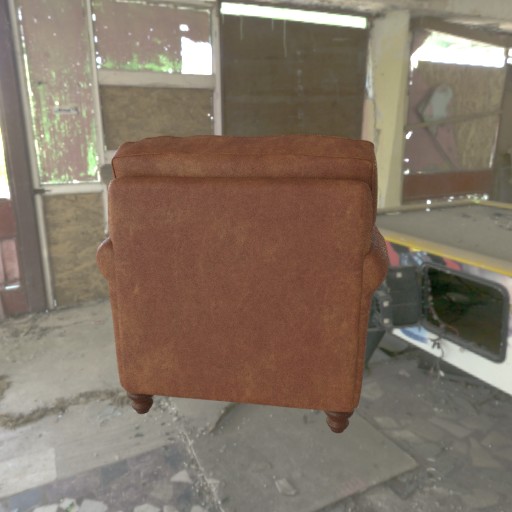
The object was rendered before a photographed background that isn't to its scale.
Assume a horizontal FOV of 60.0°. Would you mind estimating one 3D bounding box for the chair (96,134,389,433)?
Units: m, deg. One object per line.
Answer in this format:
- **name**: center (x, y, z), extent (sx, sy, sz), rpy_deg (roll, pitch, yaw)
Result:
- **chair**: center (0.000, 0.000, 1.817), extent (0.983, 0.962, 0.986), rpy_deg (2, 16, 8)
